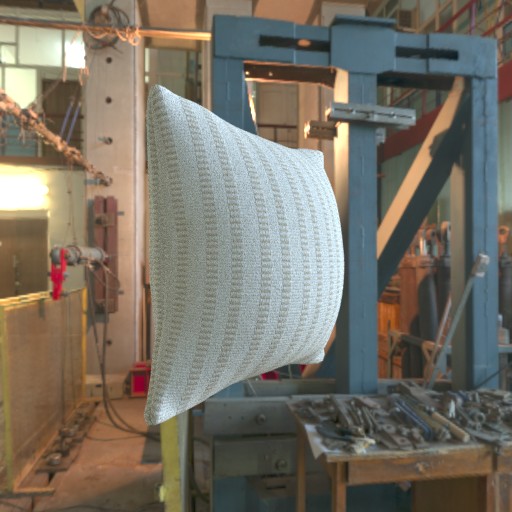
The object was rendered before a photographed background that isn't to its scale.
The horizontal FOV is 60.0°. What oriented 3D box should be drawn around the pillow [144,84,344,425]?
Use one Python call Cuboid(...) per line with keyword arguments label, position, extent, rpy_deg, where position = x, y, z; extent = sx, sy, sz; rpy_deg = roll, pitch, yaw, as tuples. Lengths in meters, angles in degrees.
Cuboid(label="pillow", position=(0.000, 0.000, 0.711), extent=(0.247, 0.419, 0.438), rpy_deg=(0, -1, 36))
